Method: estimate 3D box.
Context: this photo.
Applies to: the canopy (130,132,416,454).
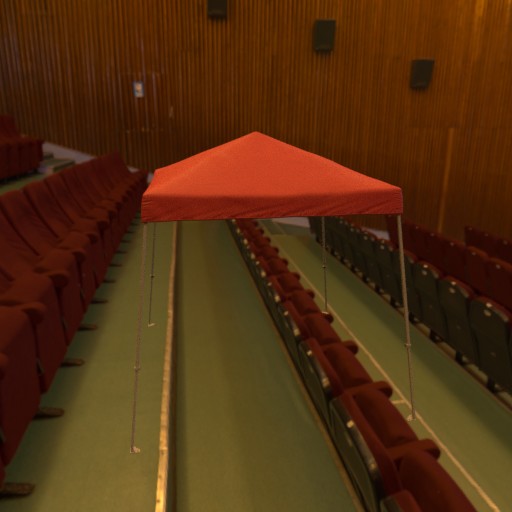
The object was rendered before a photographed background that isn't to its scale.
[{"bbox_3d":[0.000,0.000,6.663,3.599,3.600,3.600,-3,16,-9],"label":"canopy"}]
